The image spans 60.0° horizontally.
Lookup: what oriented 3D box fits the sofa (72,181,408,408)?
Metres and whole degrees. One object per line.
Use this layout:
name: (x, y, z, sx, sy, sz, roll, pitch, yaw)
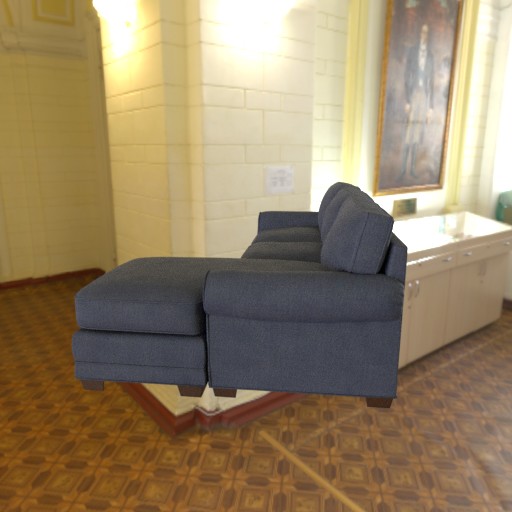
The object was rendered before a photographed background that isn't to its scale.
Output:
sofa: (0.000, 0.000, 3.447, 1.780, 1.063, 2.567, 2, 13, 7)
